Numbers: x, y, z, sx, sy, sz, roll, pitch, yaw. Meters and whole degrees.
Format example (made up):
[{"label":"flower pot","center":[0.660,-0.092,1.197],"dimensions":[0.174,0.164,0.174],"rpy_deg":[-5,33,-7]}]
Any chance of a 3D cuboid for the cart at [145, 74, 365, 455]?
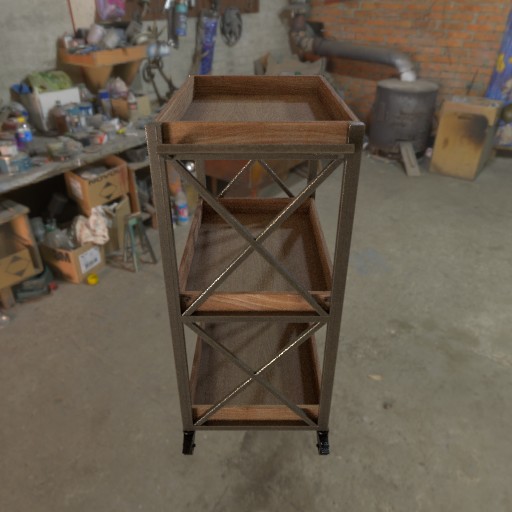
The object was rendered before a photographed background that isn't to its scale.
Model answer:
[{"label":"cart","center":[0.000,0.000,1.191],"dimensions":[0.377,0.835,0.673],"rpy_deg":[0,30,0]}]
